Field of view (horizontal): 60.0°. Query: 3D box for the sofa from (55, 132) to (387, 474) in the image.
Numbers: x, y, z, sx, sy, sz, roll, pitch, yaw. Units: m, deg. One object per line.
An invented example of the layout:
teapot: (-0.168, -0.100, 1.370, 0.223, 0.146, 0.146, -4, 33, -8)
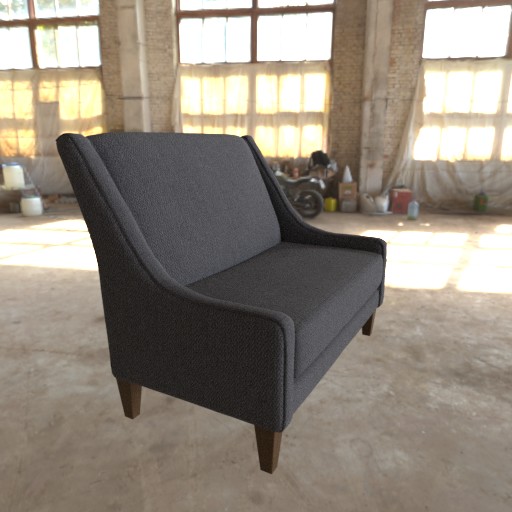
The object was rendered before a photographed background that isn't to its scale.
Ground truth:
sofa: (0.000, 0.000, 1.899, 0.873, 1.022, 1.242, 8, 17, 28)
